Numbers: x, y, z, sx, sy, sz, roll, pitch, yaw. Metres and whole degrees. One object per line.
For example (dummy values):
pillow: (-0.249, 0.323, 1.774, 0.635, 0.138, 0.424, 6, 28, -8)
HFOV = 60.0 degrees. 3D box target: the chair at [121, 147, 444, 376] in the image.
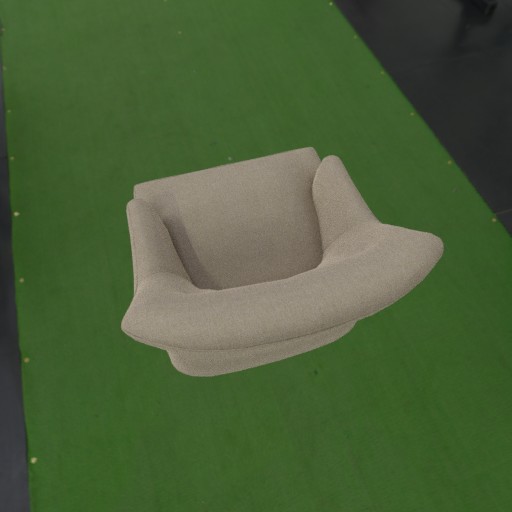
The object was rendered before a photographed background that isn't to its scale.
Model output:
chair: (0.000, 0.000, 1.592, 0.864, 0.856, 0.923, -14, 60, -8)
